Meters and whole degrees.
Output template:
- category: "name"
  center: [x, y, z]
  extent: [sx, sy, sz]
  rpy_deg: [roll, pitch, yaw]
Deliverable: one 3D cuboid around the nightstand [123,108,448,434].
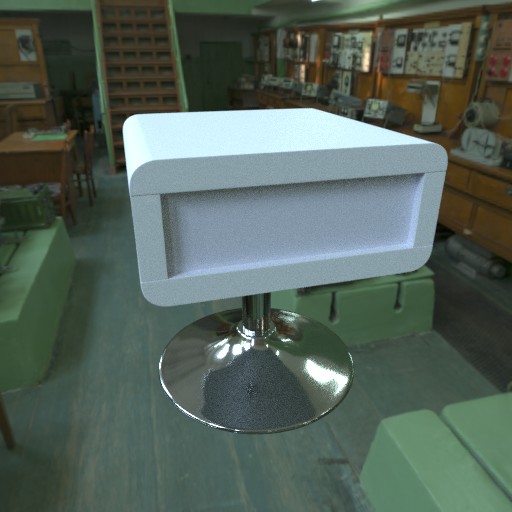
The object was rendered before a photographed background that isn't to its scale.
- category: "nightstand"
  center: [0.000, 0.000, 0.779]
  extent: [0.399, 0.447, 0.404]
  rpy_deg: [-7, 26, -15]
